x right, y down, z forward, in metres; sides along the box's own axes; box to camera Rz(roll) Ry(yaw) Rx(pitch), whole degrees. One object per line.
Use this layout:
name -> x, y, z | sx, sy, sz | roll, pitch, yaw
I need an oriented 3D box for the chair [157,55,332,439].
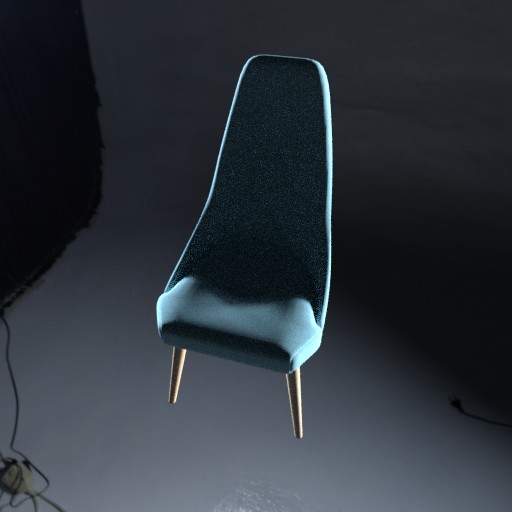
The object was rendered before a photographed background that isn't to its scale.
chair -> 0.000, 0.000, 1.425 | 0.510, 1.040, 0.660 | 11, 42, 12
